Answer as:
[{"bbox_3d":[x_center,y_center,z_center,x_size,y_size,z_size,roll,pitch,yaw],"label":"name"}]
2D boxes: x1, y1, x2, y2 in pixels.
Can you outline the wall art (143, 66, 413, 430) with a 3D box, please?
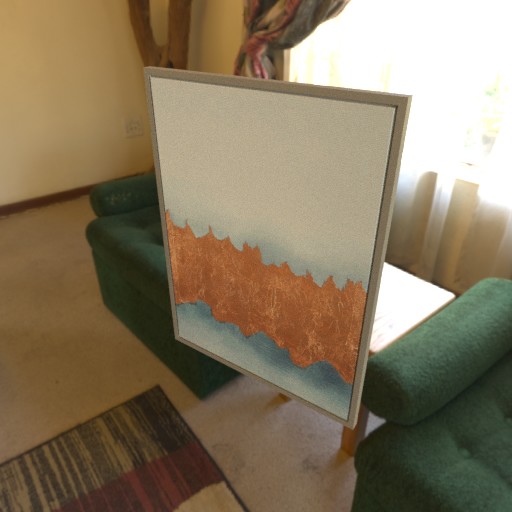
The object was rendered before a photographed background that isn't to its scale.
[{"bbox_3d":[0.000,0.000,1.389,0.789,1.042,0.034,19,35,29],"label":"wall art"}]
